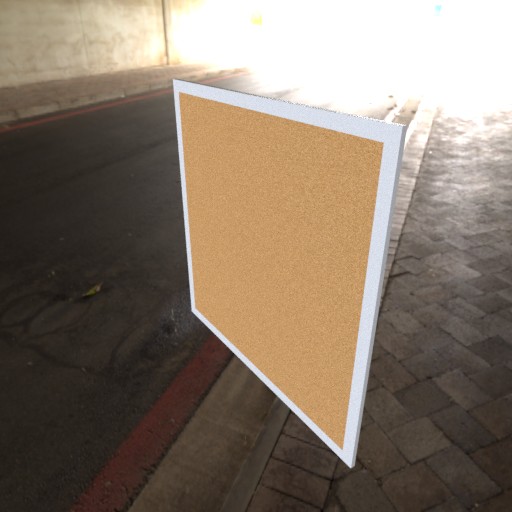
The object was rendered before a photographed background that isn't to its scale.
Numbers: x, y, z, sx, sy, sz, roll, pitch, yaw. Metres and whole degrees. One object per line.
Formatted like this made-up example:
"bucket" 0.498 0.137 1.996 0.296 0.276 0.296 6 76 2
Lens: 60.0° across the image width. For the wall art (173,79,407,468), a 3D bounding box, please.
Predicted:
"wall art" 0.000 0.000 1.182 0.013 0.813 0.812 -18 33 -31
